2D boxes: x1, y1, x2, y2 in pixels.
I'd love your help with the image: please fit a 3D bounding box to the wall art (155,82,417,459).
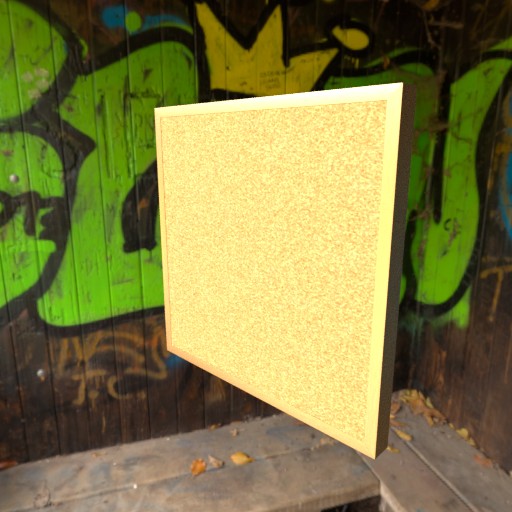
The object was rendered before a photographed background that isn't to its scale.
[{"bbox_3d":[0.000,0.000,0.760,0.510,0.509,0.037,13,19,42],"label":"wall art"}]
